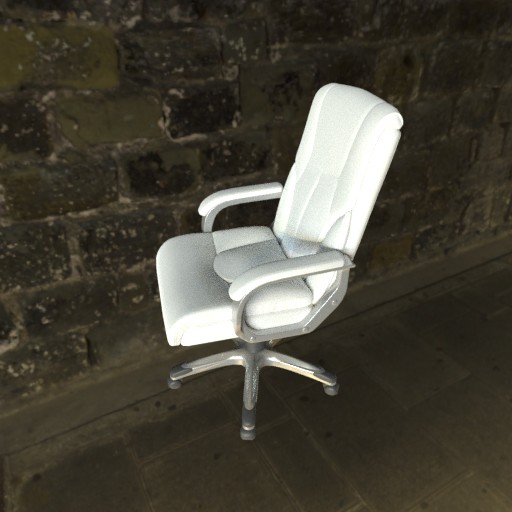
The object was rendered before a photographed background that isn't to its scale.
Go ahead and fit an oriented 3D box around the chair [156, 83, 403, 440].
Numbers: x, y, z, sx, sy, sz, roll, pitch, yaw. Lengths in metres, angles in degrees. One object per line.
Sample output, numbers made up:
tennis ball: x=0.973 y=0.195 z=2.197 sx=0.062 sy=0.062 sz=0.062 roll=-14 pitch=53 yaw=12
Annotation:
chair: x=0.000 y=0.000 z=1.603 sx=0.738 sy=1.120 sz=0.687 roll=-8 pitch=31 yaw=-13
